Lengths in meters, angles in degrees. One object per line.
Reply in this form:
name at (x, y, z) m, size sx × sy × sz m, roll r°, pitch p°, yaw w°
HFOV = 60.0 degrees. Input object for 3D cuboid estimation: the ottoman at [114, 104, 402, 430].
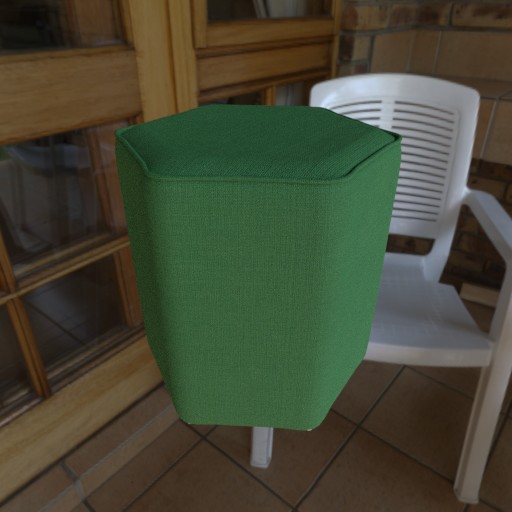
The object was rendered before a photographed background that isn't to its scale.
ottoman at (0.000, 0.000, 0.878) m, size 0.444 × 0.507 × 0.499 m, roll 19°, pitch 35°, yaw 29°
